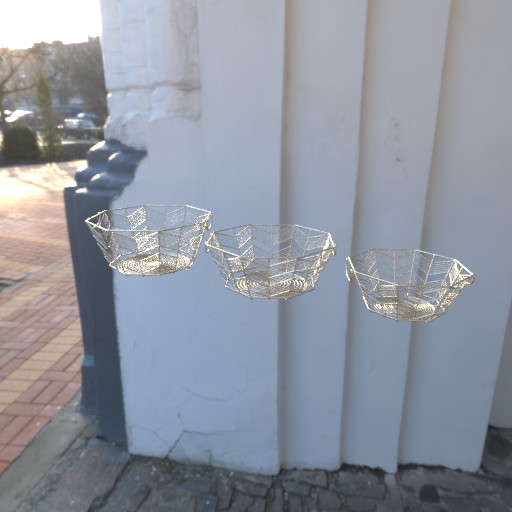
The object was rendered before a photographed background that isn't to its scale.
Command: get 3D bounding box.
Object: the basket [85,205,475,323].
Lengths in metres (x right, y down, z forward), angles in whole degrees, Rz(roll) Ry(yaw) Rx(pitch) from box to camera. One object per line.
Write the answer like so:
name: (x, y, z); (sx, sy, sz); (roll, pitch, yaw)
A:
basket: (0.000, 0.000, 1.403); (1.246, 0.178, 0.432); (8, 20, 25)
